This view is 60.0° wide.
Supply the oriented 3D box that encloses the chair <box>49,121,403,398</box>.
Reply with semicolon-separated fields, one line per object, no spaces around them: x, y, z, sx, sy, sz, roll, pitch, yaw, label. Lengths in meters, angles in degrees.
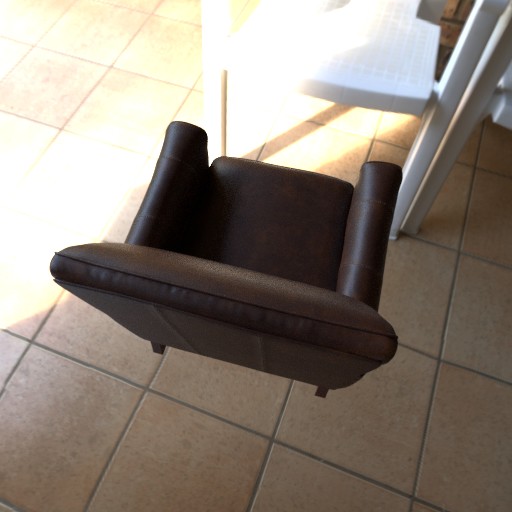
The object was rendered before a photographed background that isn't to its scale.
0.000;0.000;1.562;0.870;0.943;0.823;13;63;7;chair
